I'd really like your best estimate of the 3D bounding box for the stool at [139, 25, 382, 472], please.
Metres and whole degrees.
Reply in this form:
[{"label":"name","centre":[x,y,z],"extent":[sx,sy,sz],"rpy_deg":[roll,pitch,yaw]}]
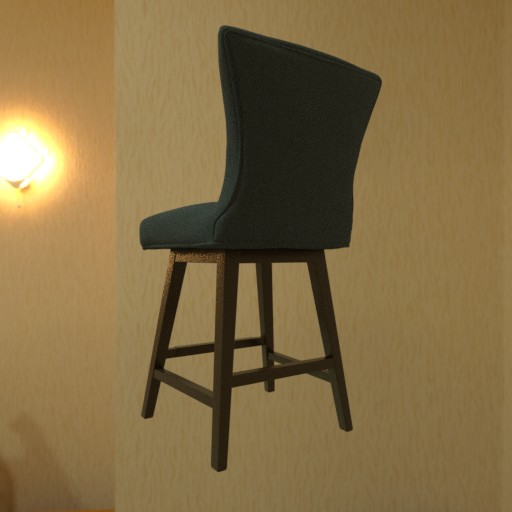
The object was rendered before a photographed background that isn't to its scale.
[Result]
[{"label":"stool","centre":[0.000,0.000,1.284],"extent":[0.514,1.000,0.574],"rpy_deg":[0,0,-34]}]
